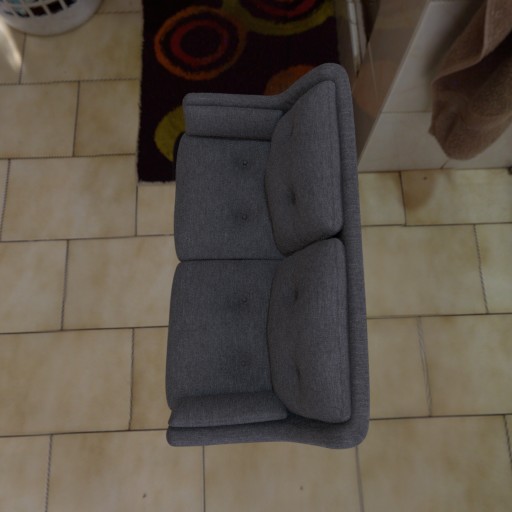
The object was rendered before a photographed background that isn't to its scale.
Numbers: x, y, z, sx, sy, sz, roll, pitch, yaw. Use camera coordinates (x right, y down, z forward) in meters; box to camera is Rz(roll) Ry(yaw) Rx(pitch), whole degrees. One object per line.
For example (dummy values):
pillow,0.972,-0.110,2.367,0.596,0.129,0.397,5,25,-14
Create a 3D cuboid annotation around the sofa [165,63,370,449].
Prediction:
sofa,0.000,0.000,2.442,0.975,0.896,1.929,0,75,0
